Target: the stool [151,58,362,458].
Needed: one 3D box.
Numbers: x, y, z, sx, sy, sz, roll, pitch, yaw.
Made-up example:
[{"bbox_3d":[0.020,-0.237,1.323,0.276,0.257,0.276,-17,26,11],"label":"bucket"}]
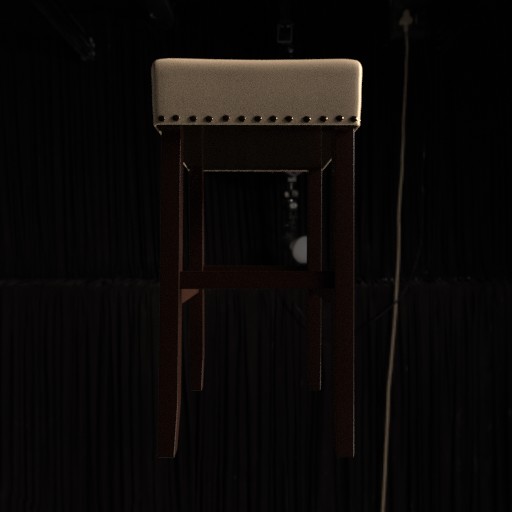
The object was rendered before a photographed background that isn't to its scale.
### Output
[{"bbox_3d":[0.000,0.000,1.061,0.401,0.762,0.471,0,0,0],"label":"stool"}]
